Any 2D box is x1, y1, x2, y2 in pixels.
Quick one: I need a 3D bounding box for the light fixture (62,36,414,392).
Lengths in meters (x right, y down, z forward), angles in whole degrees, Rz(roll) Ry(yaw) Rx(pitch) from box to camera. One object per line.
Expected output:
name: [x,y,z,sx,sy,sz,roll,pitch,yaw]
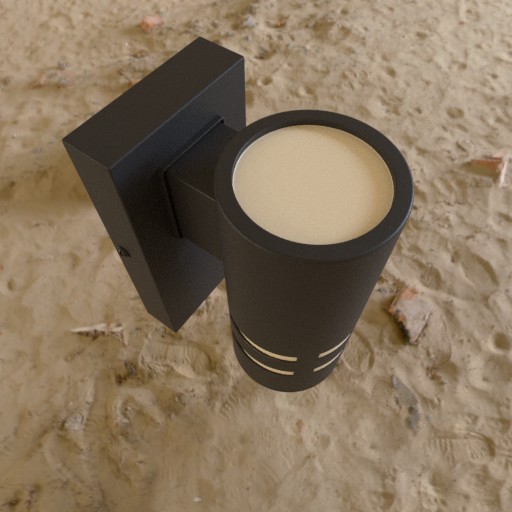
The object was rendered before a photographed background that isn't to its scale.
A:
light fixture: [0.000,0.000,0.263,0.138,0.179,0.098,32,64,18]
